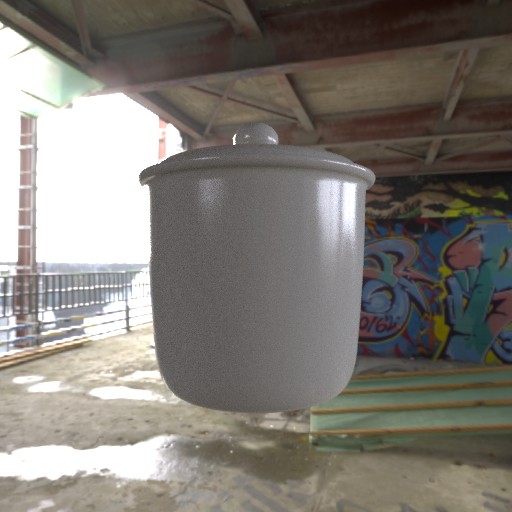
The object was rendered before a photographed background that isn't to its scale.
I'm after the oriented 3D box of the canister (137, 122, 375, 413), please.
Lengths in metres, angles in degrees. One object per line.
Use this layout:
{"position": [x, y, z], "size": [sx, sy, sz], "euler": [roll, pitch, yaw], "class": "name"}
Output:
{"position": [0.000, 0.000, 0.349], "size": [0.182, 0.208, 0.182], "euler": [0, -1, 0], "class": "canister"}
